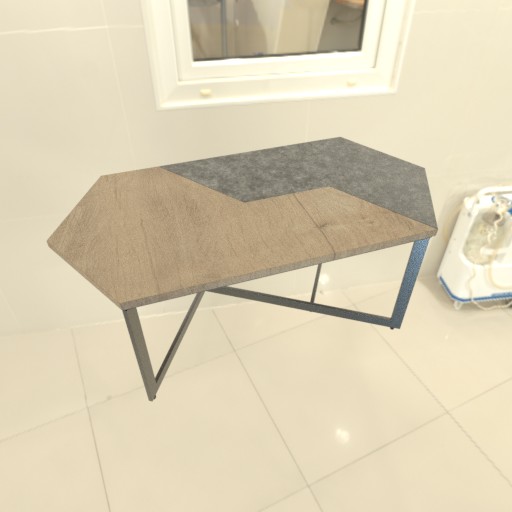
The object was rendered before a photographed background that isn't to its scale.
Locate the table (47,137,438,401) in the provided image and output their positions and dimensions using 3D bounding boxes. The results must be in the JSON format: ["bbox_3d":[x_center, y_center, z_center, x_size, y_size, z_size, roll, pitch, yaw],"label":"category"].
[{"bbox_3d":[0.000,0.000,1.518,1.219,0.457,0.609,-13,43,-14],"label":"table"}]
